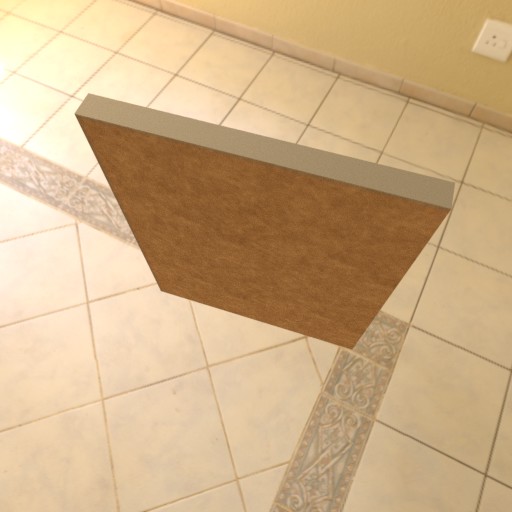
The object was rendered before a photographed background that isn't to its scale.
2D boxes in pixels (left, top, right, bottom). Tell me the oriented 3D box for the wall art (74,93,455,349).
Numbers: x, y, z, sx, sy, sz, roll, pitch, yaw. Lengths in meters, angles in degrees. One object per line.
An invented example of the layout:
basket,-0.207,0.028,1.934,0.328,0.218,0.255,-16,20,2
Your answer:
wall art,0.000,0.000,0.762,0.453,0.554,0.037,16,64,8
